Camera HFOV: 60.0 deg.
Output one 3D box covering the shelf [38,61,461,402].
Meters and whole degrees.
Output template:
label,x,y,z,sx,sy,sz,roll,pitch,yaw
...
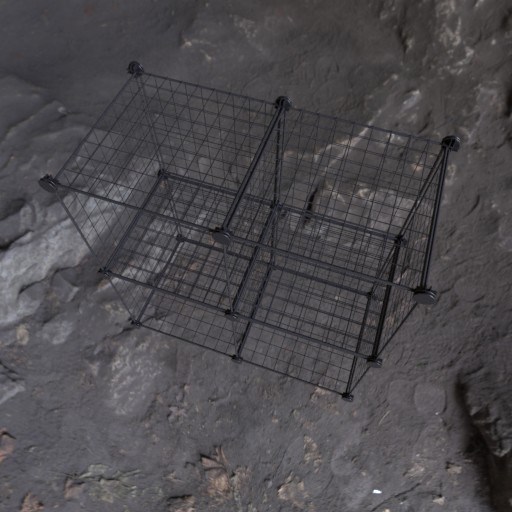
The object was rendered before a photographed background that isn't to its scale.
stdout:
label,x,y,z,sx,sy,sz,roll,pitch,yaw
shelf,0.000,0.000,1.123,0.711,0.711,0.356,17,61,10
